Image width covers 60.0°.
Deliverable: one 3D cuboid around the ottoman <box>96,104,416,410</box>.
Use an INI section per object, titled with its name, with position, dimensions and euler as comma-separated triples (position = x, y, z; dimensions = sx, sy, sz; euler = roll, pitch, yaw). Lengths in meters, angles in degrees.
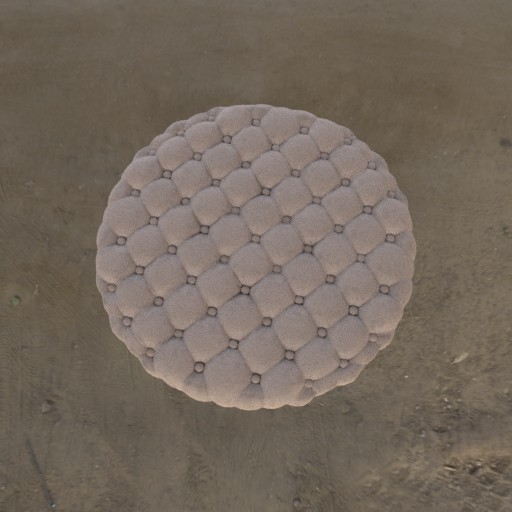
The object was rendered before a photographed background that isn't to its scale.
[ottoman]
position = 0.000, 0.000, 1.511
dimensions = 0.998, 0.399, 0.998
euler = 0, 73, 0
